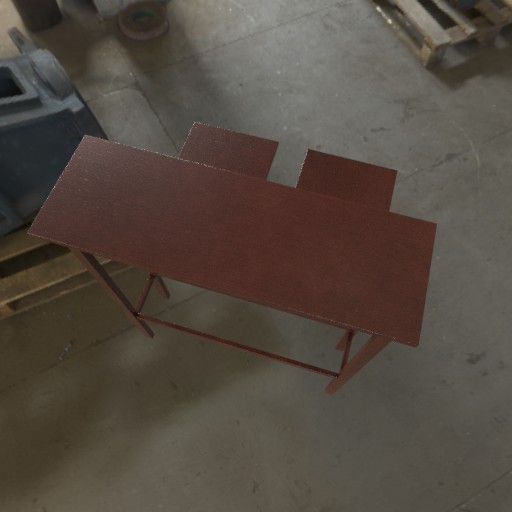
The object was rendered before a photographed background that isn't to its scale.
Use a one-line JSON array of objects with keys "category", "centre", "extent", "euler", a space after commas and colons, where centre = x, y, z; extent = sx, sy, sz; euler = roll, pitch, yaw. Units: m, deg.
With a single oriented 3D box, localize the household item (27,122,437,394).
[{"category": "household item", "centre": [0.000, 0.000, 1.599], "extent": [0.914, 1.067, 0.676], "euler": [15, 66, 7]}]
